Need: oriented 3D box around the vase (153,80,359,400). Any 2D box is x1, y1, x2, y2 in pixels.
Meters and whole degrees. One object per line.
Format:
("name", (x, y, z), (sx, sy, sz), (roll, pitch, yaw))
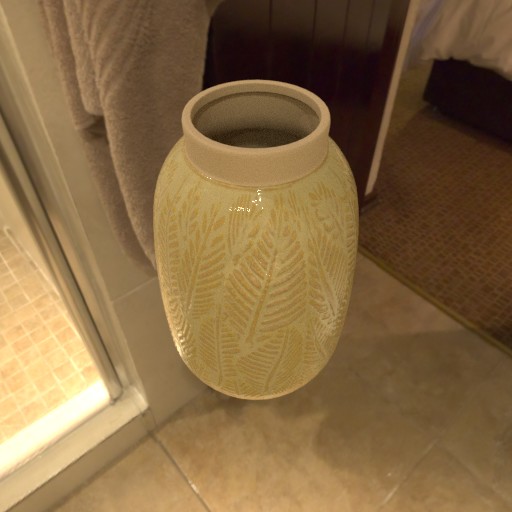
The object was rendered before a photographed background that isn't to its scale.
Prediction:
("vase", (0.000, 0.000, 0.385), (0.172, 0.270, 0.172), (0, 46, 0))
